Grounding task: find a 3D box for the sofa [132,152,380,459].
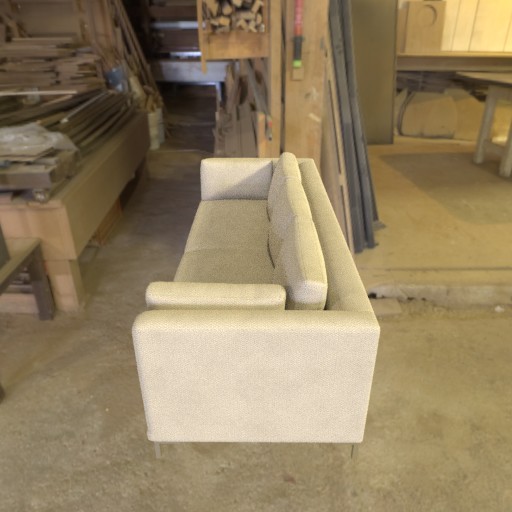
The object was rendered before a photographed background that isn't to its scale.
[{"bbox_3d":[0.000,0.000,2.898,0.969,0.867,2.415,0,28,0],"label":"sofa"}]
